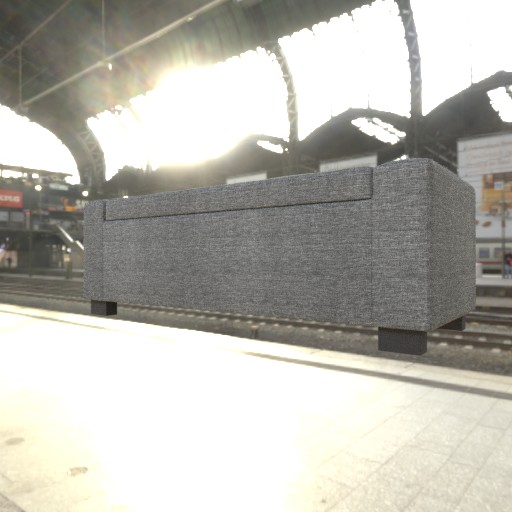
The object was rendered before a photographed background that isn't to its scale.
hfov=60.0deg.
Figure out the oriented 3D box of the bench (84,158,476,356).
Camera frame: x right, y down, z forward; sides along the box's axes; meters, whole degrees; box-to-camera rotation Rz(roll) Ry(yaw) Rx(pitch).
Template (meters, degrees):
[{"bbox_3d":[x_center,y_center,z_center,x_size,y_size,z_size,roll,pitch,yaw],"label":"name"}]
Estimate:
[{"bbox_3d":[0.000,0.000,1.527,1.296,0.445,0.508,0,0,36],"label":"bench"}]
